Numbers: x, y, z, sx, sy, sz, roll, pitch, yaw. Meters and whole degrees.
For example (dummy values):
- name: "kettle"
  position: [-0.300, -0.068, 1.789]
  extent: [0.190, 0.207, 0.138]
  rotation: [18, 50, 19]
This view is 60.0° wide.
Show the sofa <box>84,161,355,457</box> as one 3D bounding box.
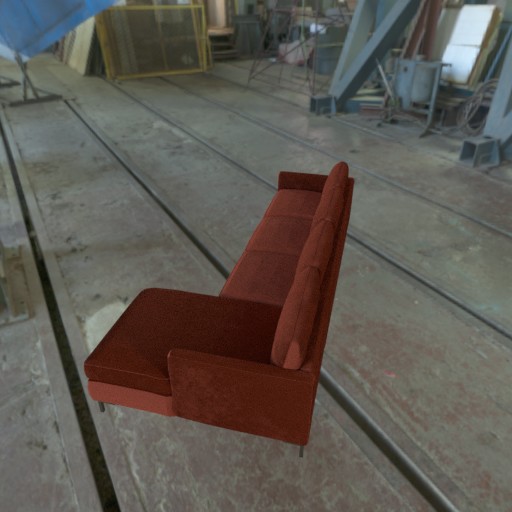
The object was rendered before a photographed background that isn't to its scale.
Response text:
- name: "sofa"
  position: [0.000, 0.000, 3.618]
  extent: [1.350, 0.810, 2.932]
  rotation: [8, 32, 13]
